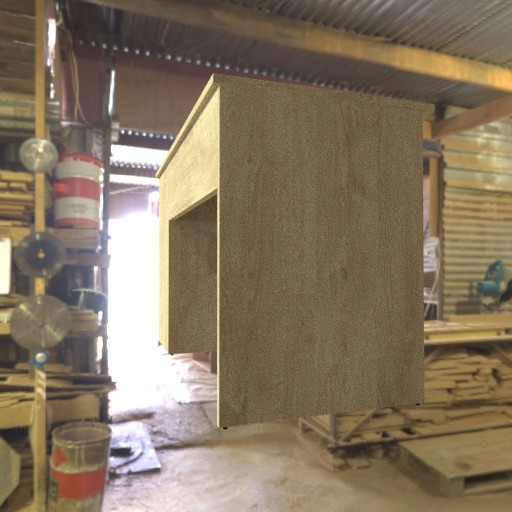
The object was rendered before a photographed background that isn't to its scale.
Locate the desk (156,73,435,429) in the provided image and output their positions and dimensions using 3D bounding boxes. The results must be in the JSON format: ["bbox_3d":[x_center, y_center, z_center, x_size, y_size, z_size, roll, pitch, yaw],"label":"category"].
[{"bbox_3d":[0.000,0.000,1.518,0.560,0.735,1.097,0,-1,-19],"label":"desk"}]
